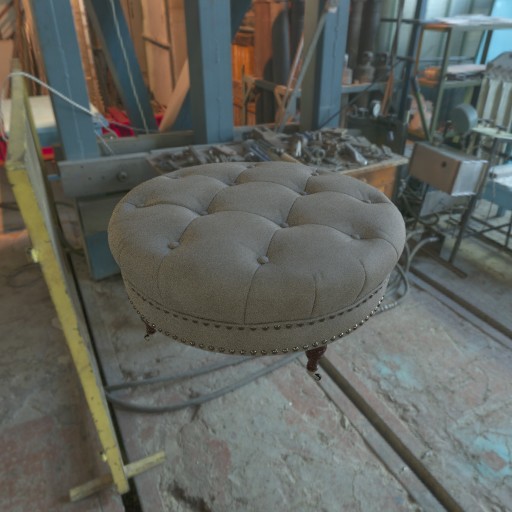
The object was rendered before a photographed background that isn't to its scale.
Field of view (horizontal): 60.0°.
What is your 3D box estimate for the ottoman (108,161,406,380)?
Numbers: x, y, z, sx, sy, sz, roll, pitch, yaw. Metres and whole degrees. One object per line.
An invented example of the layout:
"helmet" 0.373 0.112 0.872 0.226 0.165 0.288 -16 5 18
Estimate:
"ottoman" 0.000 0.000 1.463 0.901 0.439 0.901 0 31 0
